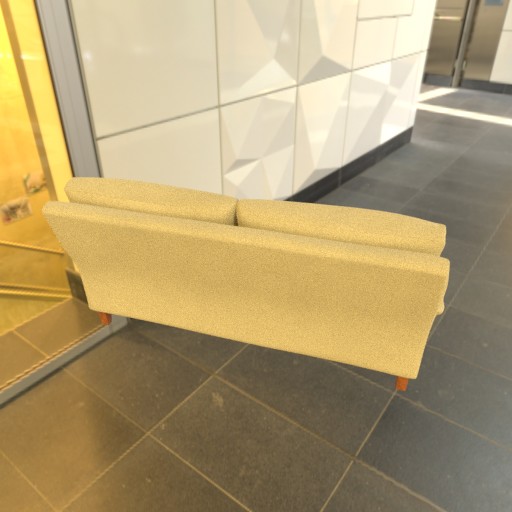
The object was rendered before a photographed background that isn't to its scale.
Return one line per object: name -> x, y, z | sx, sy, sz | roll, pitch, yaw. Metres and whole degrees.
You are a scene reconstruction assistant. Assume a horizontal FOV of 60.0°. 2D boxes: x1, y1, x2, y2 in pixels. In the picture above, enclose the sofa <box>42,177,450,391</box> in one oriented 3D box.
sofa -> 0.000, 0.000, 2.680 | 2.070, 0.997, 1.091 | 9, 32, 15
